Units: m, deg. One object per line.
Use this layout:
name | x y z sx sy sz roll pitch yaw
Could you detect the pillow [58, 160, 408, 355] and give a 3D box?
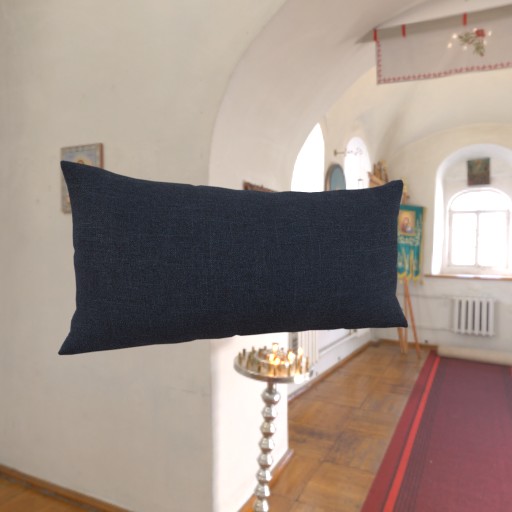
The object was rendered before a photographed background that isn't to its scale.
pillow | 0.000 0.000 0.764 0.631 0.292 0.148 -1 2 -19
